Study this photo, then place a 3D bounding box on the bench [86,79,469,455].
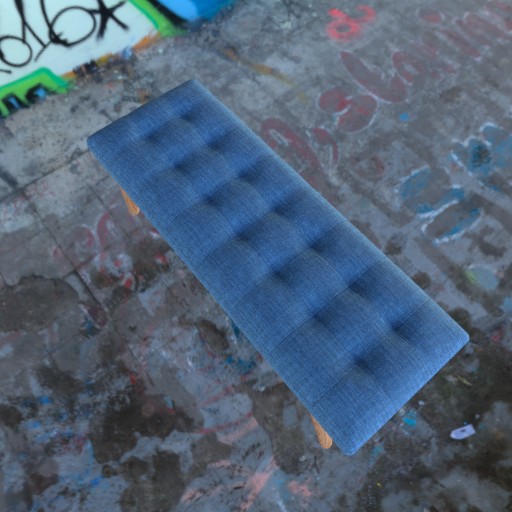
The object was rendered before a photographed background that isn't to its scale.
[{"bbox_3d":[0.000,0.000,1.334,0.406,0.432,1.118,-36,69,-17],"label":"bench"}]
